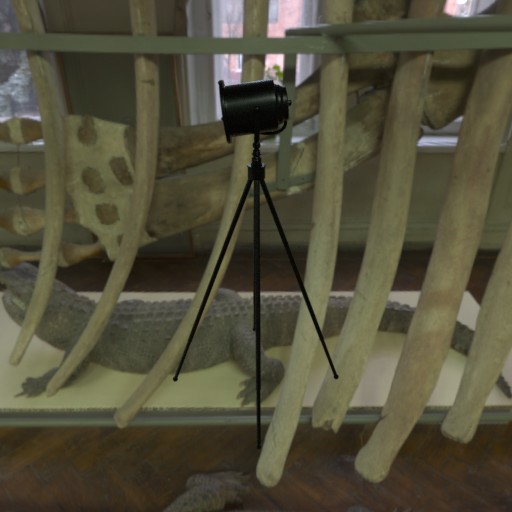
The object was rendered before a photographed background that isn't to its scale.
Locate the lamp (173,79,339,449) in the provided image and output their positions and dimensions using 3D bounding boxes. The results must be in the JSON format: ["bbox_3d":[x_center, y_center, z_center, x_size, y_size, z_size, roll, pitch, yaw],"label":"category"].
[{"bbox_3d":[0.000,0.000,2.017,0.884,1.504,0.879,-1,28,-1],"label":"lamp"}]
